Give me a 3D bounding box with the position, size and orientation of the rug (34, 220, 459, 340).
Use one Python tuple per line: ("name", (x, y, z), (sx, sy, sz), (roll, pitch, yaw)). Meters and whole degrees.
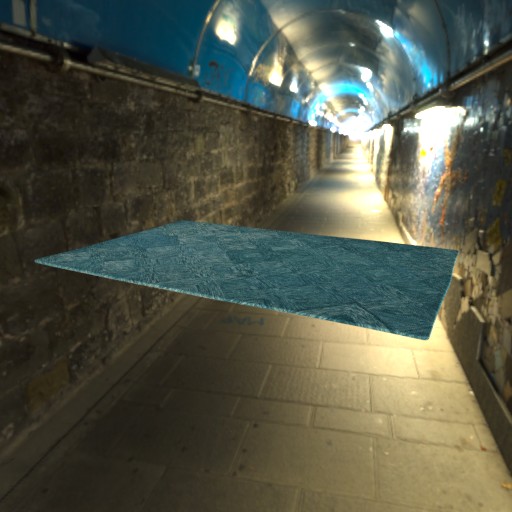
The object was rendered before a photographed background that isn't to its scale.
("rug", (0.000, 0.000, 2.132), (1.728, 0.017, 1.136), (8, 17, 27))
